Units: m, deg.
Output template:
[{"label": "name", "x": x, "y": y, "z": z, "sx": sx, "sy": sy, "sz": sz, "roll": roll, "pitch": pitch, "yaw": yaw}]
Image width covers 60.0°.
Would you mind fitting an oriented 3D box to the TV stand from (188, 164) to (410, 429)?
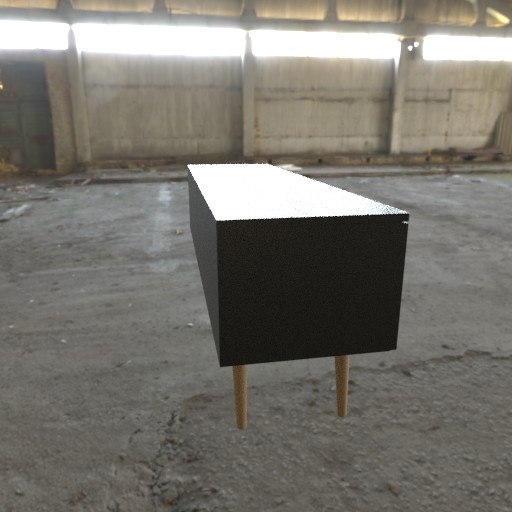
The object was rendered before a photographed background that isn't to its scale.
[{"label": "TV stand", "x": 0.000, "y": 0.000, "z": 1.510, "sx": 0.390, "sy": 0.518, "sz": 1.312, "roll": -3, "pitch": 16, "yaw": -10}]
